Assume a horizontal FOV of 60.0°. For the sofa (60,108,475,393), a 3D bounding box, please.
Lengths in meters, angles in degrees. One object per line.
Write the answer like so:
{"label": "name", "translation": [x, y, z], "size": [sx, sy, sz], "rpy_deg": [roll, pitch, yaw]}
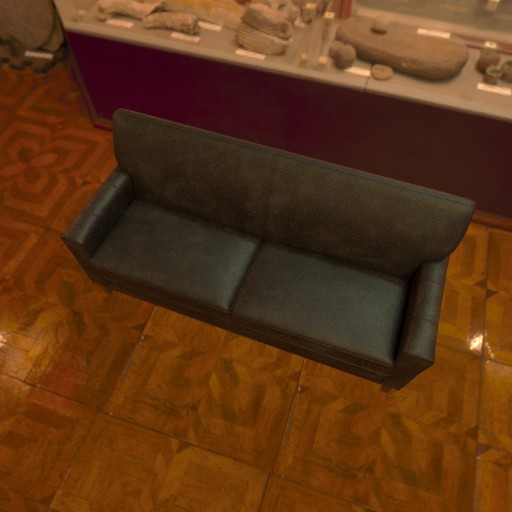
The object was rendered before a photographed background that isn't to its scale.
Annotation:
{"label": "sofa", "translation": [0.000, 0.000, 2.568], "size": [2.053, 0.947, 0.805], "rpy_deg": [17, 58, 11]}
